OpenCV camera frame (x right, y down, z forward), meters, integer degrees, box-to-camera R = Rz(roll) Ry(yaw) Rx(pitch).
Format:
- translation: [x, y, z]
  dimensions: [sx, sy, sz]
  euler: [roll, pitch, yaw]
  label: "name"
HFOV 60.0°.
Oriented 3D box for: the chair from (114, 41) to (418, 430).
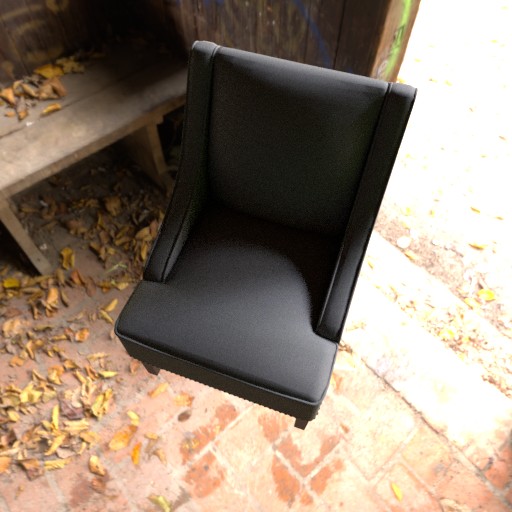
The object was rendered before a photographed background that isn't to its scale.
- translation: [0.000, 0.000, 1.356]
  dimensions: [0.631, 0.867, 0.747]
  euler: [17, 59, 11]
  label: "chair"
